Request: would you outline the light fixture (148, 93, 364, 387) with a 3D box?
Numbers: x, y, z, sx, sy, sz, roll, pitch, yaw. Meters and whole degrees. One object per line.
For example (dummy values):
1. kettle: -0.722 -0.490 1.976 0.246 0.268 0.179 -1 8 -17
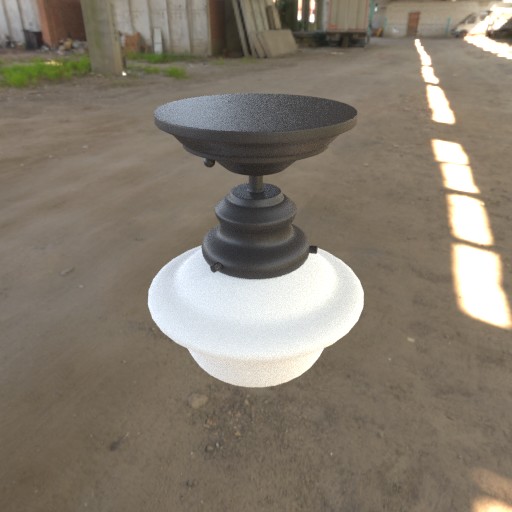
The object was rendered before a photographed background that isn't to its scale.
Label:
1. light fixture: 0.000 0.000 0.397 0.197 0.254 0.197 0 29 0
